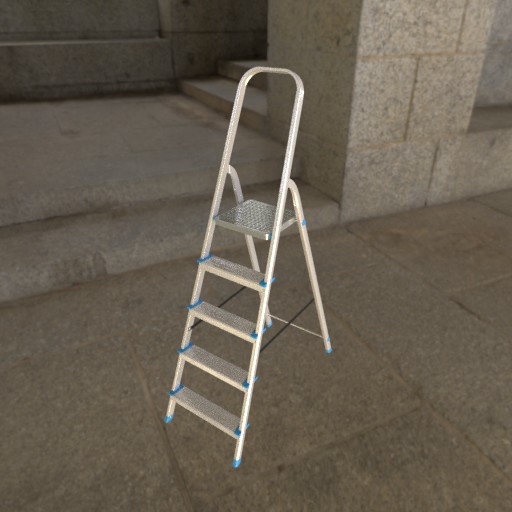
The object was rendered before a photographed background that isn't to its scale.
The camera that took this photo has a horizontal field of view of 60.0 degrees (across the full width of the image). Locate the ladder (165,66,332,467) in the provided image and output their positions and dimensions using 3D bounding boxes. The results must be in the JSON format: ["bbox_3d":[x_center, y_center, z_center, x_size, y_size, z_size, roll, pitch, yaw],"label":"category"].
[{"bbox_3d":[0.000,0.000,2.119,0.468,1.648,0.990,19,34,30],"label":"ladder"}]
